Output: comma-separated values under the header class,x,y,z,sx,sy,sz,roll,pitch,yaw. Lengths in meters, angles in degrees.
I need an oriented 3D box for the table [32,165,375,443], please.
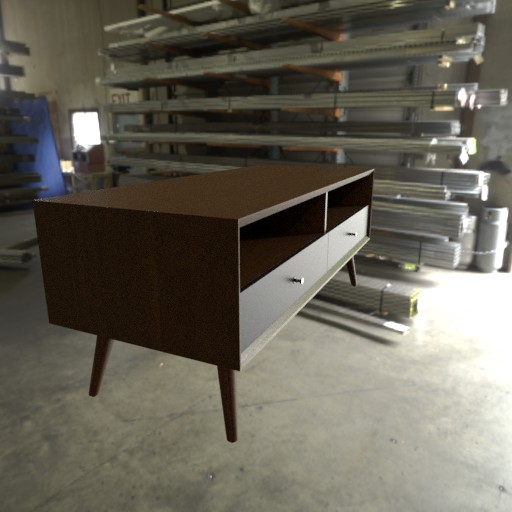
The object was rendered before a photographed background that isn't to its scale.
class,x,y,z,sx,sy,sz,roll,pitch,yaw
table,0.000,0.000,1.362,0.490,0.464,1.119,7,17,24
